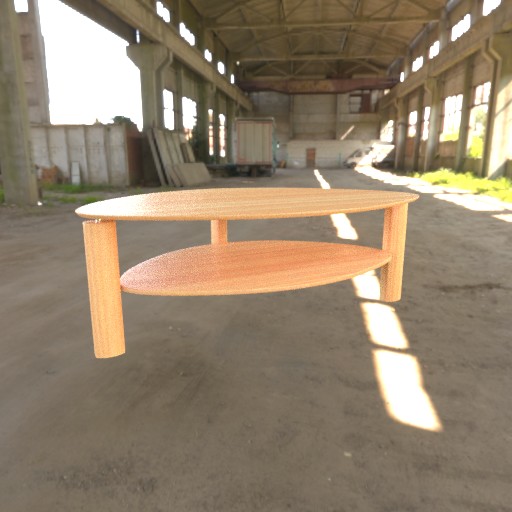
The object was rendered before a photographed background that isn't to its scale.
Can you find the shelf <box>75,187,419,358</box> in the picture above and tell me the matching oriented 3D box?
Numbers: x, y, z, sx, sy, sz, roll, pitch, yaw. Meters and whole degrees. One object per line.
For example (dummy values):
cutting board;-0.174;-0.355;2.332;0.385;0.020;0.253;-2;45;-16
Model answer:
shelf;0.000;0.000;1.661;1.246;0.440;0.845;-7;15;-26
